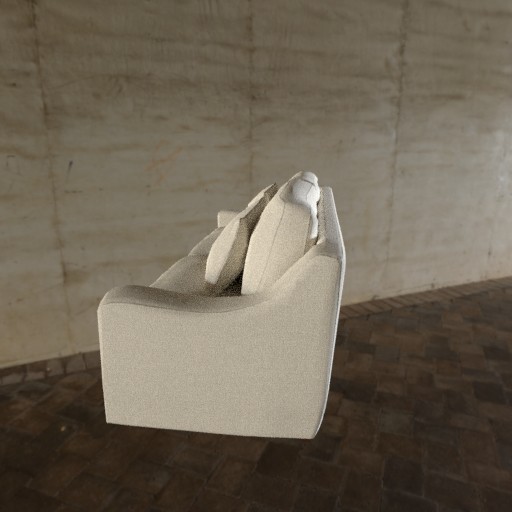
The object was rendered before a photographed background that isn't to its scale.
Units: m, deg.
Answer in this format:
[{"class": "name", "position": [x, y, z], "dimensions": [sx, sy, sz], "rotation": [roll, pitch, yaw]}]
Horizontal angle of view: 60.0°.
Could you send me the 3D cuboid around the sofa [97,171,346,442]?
[{"class": "sofa", "position": [0.000, 0.000, 2.925], "dimensions": [1.009, 1.022, 2.470], "rotation": [2, 15, 8]}]
